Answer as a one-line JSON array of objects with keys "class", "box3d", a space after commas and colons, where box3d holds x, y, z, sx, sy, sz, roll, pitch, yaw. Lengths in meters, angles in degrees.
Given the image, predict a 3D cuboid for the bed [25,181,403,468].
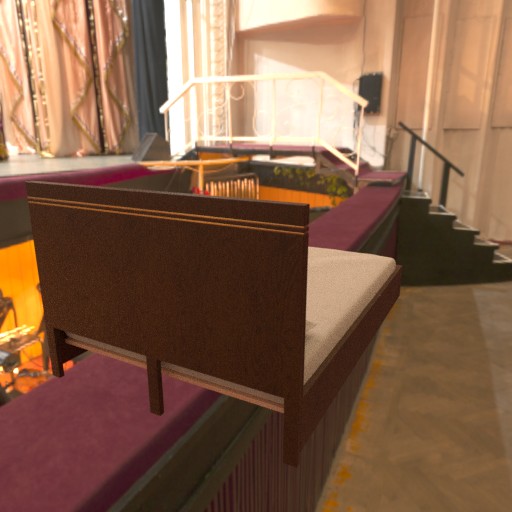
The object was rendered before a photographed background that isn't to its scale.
[{"class": "bed", "box3d": [0.000, 0.000, 3.105, 1.613, 1.169, 2.221, 9, 18, 27]}]
